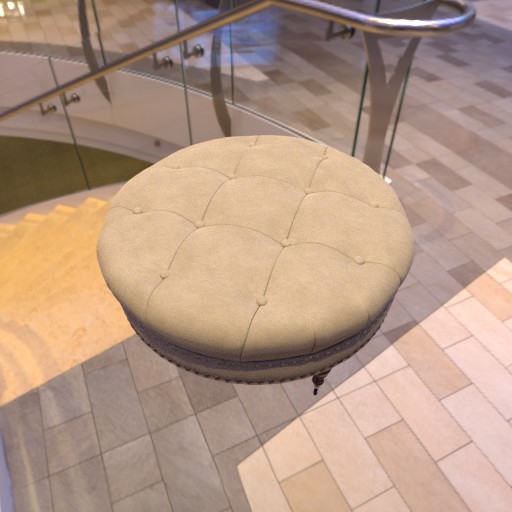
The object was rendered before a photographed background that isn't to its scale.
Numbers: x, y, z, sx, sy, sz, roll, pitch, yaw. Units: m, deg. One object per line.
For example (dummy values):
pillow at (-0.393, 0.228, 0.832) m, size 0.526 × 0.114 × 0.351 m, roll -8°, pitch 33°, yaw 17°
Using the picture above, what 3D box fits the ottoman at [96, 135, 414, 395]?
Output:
ottoman at (0.000, 0.000, 1.380) m, size 0.901 × 0.439 × 0.901 m, roll 0°, pitch 43°, yaw 0°
